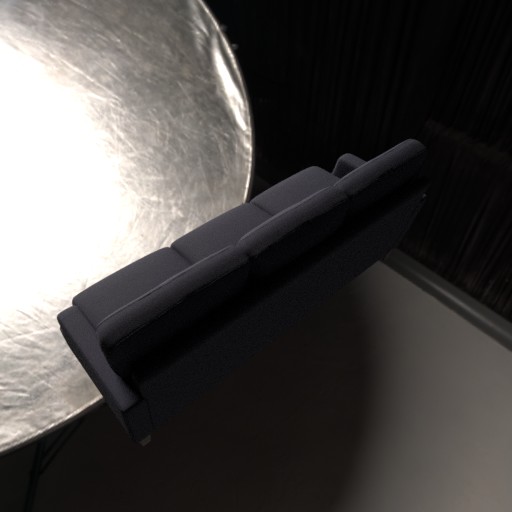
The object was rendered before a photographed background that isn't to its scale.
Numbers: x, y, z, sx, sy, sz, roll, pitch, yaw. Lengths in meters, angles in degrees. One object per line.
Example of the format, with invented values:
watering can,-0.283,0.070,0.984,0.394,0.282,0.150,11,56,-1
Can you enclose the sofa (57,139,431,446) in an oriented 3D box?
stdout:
sofa,0.000,0.000,2.545,2.115,0.984,0.888,-32,54,-28
